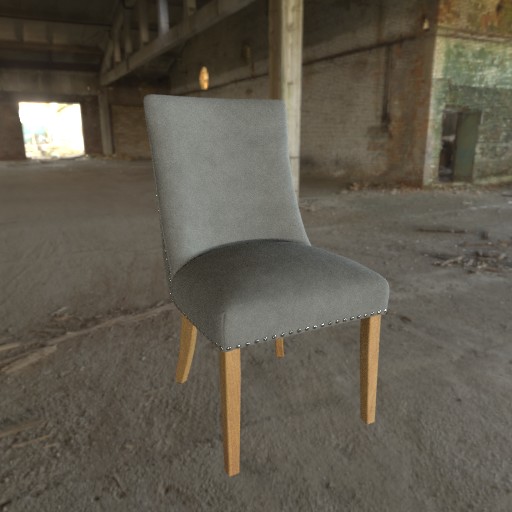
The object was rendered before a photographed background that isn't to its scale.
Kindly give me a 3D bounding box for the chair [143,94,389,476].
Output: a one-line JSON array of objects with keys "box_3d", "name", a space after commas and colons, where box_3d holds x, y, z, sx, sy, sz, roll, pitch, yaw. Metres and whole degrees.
[{"box_3d": [0.000, 0.000, 1.282, 0.495, 0.902, 0.610, -8, 17, -27], "name": "chair"}]
